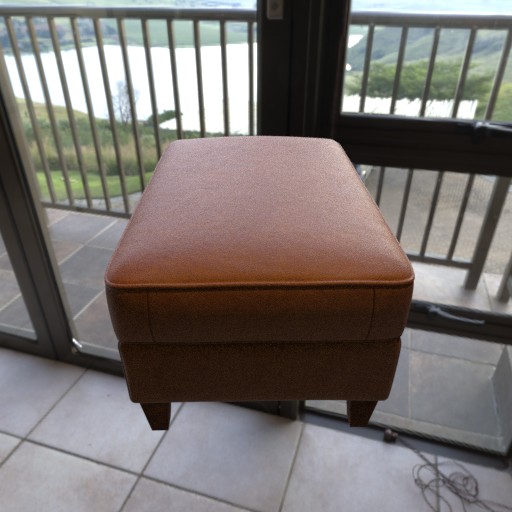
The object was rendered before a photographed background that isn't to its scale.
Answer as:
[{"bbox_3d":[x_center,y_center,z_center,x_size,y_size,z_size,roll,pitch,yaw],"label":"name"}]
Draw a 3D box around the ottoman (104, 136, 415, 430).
[{"bbox_3d":[0.000,0.000,1.217,0.584,0.483,0.864,-1,31,-1],"label":"ottoman"}]
